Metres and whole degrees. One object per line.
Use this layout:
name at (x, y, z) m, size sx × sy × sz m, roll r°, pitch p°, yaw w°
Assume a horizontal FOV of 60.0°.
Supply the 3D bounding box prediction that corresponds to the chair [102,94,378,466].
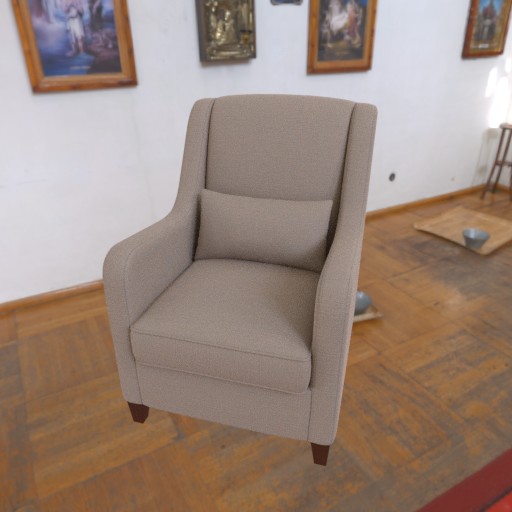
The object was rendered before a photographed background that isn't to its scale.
chair at (0.000, 0.000, 1.586) m, size 0.715 × 1.017 × 0.896 m, roll 7°, pitch 27°, yaw 14°
